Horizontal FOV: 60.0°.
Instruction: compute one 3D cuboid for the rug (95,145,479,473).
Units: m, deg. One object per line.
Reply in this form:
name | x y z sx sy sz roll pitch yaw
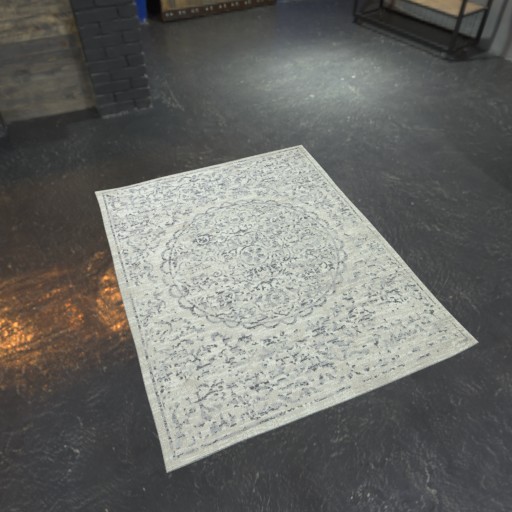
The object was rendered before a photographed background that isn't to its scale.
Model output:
rug | 0.000 0.000 3.873 2.343 0.026 2.925 -16 48 -15
